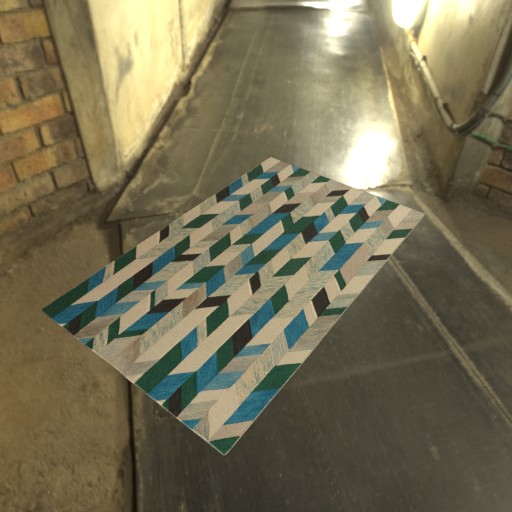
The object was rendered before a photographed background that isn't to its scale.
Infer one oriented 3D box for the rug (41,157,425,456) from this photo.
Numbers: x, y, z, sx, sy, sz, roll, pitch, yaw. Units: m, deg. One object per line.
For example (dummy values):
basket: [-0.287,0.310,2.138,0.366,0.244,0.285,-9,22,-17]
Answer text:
rug: [0.000,0.000,3.120,1.507,0.007,2.433,27,48,27]
